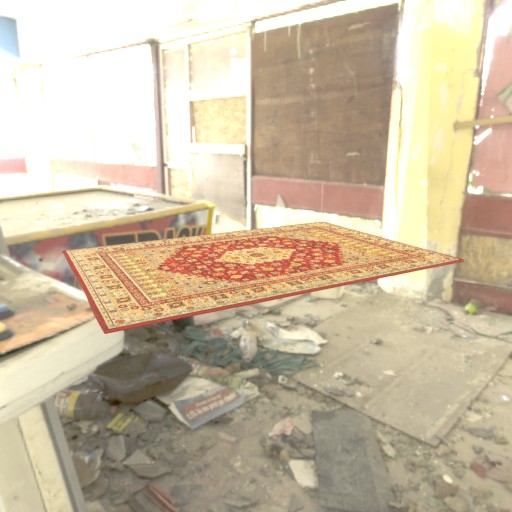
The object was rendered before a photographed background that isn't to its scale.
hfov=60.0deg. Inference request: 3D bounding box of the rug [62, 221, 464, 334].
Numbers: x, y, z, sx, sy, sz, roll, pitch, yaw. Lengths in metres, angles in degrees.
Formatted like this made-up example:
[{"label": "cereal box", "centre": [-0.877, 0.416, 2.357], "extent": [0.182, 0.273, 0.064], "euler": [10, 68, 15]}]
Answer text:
[{"label": "rug", "centre": [0.000, 0.000, 2.379], "extent": [1.802, 0.013, 1.194], "euler": [-8, 17, -28]}]
